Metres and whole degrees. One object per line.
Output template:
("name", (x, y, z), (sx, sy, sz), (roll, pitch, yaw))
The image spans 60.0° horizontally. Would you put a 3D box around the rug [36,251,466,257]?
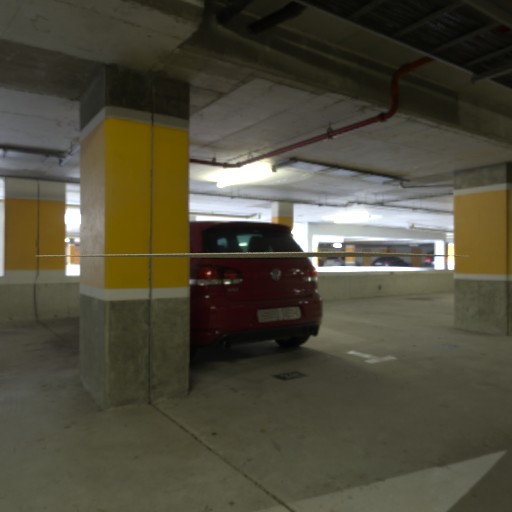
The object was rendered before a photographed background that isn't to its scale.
("rug", (0.000, 0.000, 3.813), (2.880, 0.005, 2.391), (0, -1, 38))
